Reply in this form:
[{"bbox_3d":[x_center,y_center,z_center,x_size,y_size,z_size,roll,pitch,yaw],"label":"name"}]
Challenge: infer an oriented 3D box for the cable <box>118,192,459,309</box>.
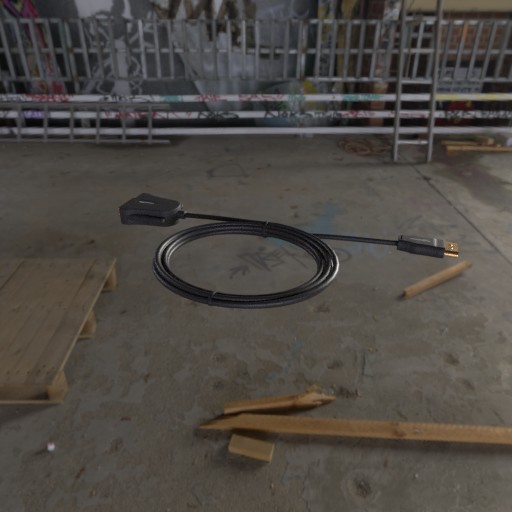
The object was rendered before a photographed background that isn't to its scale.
[{"bbox_3d":[0.000,0.000,0.326,0.281,0.015,0.136,10,31,16],"label":"cable"}]
